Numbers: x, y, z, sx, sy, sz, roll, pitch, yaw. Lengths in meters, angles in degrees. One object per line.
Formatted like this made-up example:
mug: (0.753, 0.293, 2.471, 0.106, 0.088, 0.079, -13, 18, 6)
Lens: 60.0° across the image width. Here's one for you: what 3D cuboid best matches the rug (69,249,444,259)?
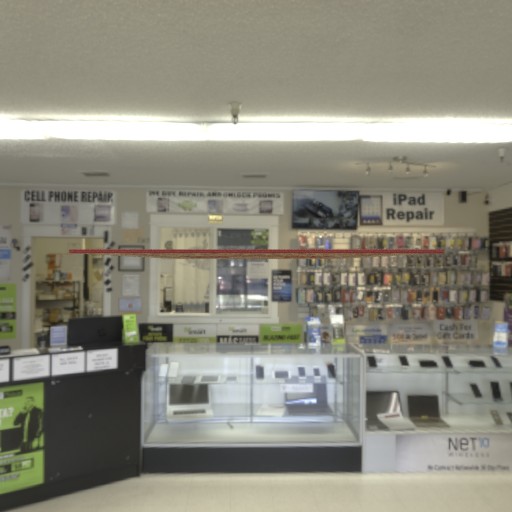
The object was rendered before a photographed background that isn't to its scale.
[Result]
rug: (0.000, 0.000, 2.307, 1.194, 0.013, 1.802, 0, -1, 0)
